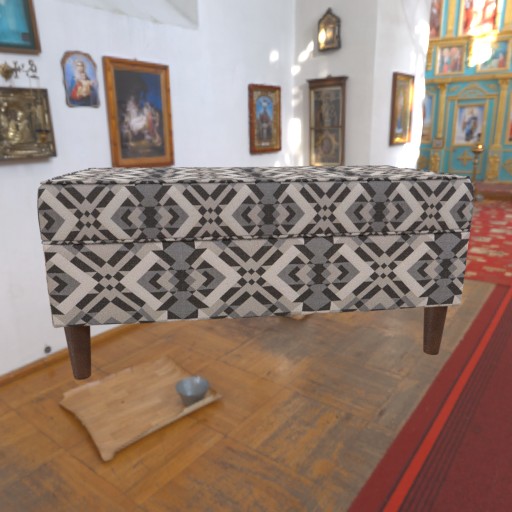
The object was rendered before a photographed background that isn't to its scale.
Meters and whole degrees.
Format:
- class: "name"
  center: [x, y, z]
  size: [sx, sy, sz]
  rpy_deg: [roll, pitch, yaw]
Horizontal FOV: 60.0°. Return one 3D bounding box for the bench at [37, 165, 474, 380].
- class: "bench"
  center: [0.000, 0.000, 1.269]
  size: [1.016, 0.477, 0.492]
  rpy_deg: [-2, 15, -8]
